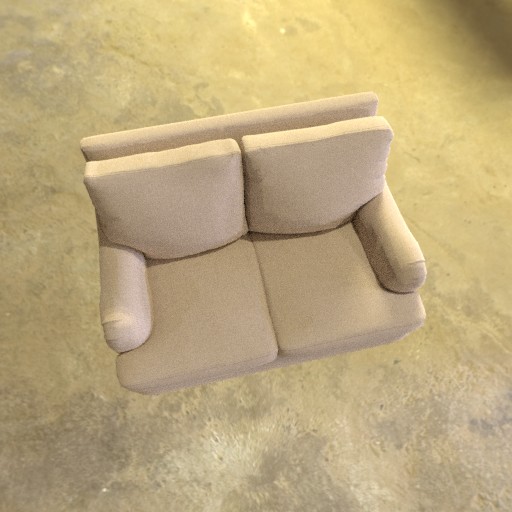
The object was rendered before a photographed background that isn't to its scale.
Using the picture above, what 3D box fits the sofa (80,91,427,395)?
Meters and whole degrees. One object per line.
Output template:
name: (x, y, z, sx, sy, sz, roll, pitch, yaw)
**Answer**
sofa: (0.000, 0.000, 2.268, 1.508, 1.048, 1.087, -11, 63, -6)
